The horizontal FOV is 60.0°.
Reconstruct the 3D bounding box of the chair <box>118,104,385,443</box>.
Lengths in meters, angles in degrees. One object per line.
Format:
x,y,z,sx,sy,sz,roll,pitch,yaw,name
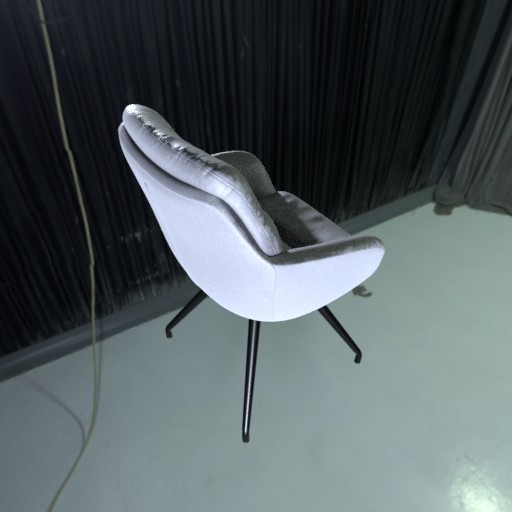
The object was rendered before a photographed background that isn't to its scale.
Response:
0.000,0.000,1.260,0.569,0.888,0.579,-26,47,-26,chair
